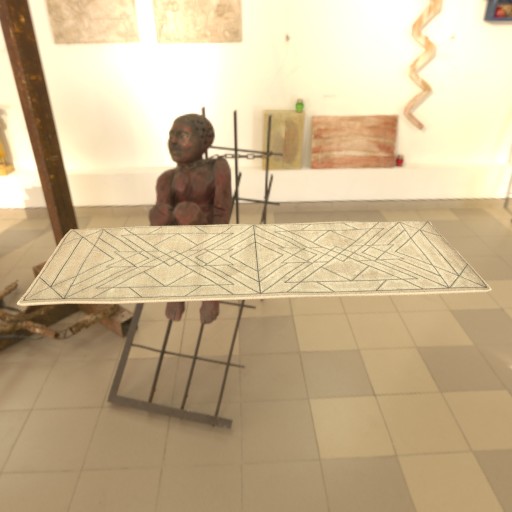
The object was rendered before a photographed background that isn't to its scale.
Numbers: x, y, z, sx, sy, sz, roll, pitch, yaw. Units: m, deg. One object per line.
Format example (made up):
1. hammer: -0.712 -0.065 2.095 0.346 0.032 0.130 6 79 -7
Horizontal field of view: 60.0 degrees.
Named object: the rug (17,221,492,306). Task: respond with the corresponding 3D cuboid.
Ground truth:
1. rug: 0.000 0.000 2.570 2.381 0.036 0.831 -1 30 -3
